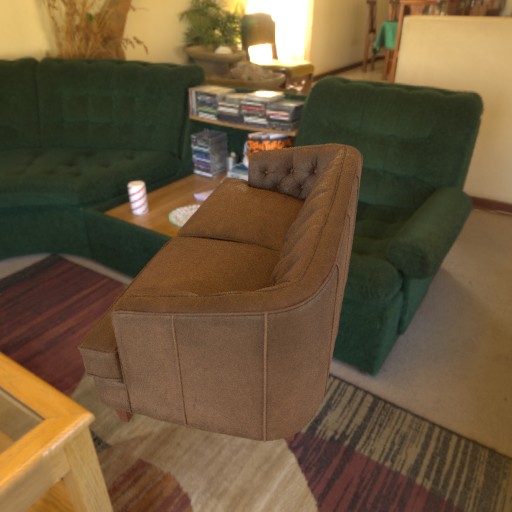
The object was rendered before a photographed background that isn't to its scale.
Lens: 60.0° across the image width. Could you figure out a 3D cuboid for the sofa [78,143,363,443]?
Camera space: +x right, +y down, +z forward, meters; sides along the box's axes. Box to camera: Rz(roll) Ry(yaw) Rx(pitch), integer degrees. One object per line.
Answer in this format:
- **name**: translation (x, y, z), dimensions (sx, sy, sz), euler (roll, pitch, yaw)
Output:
- **sofa**: translation (0.000, 0.000, 2.244), dimensions (0.917, 0.799, 1.767), euler (8, 32, 13)
